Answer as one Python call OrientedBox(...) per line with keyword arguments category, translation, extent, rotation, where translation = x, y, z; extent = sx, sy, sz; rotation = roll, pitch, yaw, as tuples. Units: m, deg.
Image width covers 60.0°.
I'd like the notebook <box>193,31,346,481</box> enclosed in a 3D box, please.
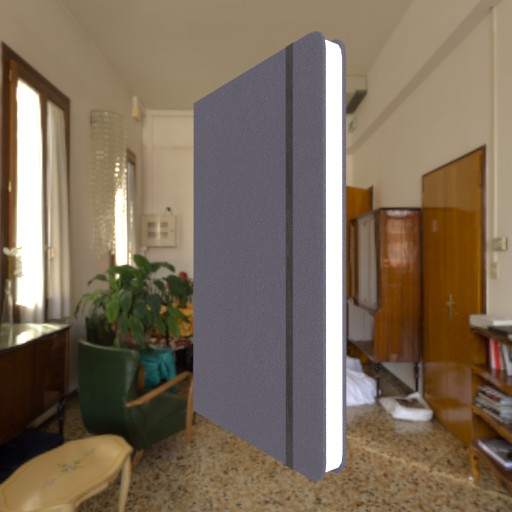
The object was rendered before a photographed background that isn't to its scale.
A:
OrientedBox(category="notebook", translation=(0.000, 0.000, 0.259), extent=(0.016, 0.213, 0.127), rotation=(0, 0, -36))
